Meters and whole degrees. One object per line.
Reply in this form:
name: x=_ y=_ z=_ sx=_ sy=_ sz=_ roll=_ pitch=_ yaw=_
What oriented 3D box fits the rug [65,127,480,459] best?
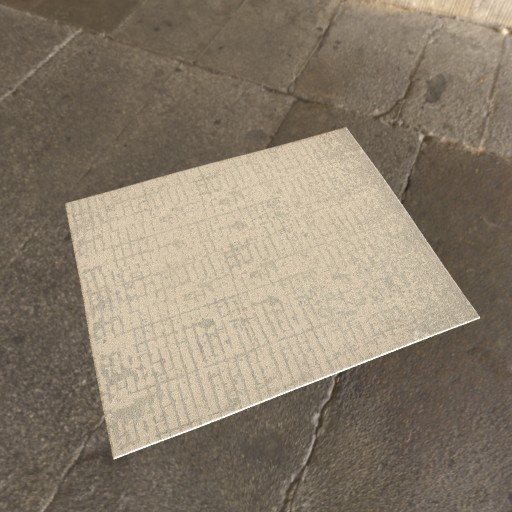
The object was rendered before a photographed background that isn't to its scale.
rug: x=0.000 y=0.000 z=3.990 sx=3.061 sy=0.014 sz=2.447 roll=-18 pitch=60 yaw=-11
